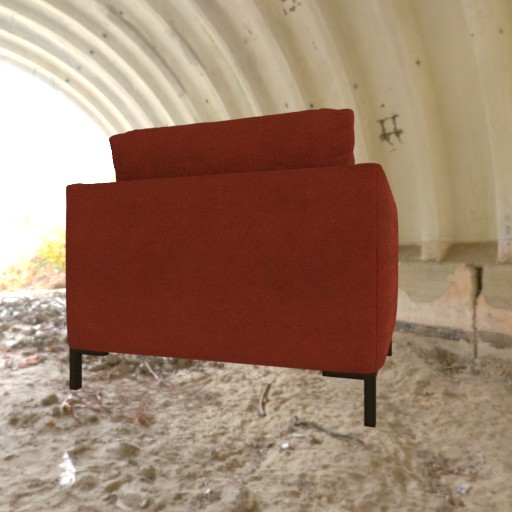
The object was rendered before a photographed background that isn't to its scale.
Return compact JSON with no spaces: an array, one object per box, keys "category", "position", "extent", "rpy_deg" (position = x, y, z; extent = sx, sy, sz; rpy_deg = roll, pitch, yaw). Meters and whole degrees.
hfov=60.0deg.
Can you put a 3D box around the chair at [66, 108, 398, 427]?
[{"category":"chair","position":[0.000,0.000,1.594],"extent":[0.964,0.812,0.875],"rpy_deg":[0,0,20]}]
